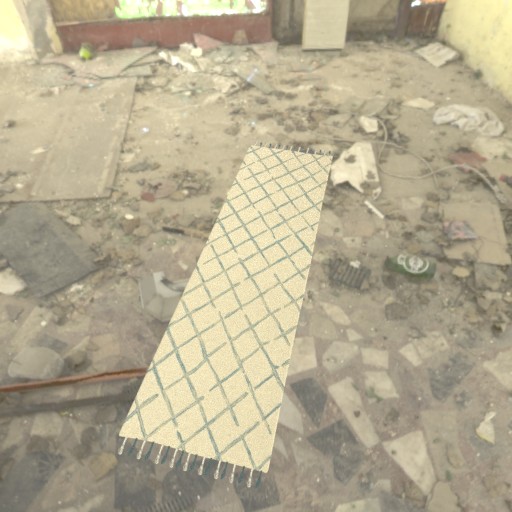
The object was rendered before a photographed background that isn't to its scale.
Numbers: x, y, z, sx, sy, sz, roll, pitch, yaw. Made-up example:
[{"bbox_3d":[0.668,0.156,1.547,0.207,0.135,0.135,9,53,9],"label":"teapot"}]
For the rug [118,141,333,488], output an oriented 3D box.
[{"bbox_3d":[0.000,0.000,2.509,0.620,0.008,2.372,10,46,9],"label":"rug"}]
